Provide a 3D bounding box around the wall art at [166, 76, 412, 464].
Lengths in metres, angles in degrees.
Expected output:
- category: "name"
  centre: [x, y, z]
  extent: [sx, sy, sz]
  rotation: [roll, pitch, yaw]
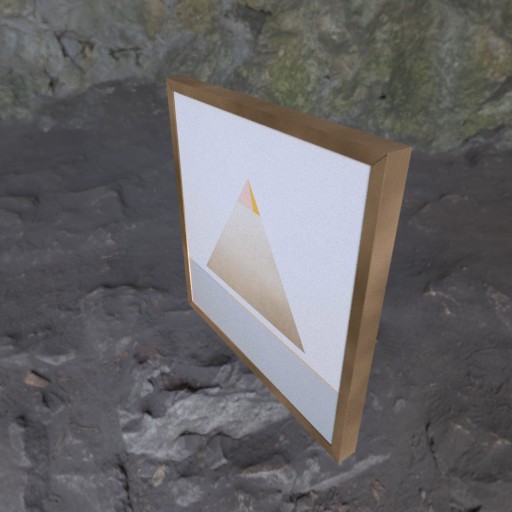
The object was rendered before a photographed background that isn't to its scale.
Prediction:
- category: "wall art"
  centre: [0.000, 0.000, 0.765]
  extent: [0.038, 0.511, 0.513]
  rotation: [-20, 37, -29]
